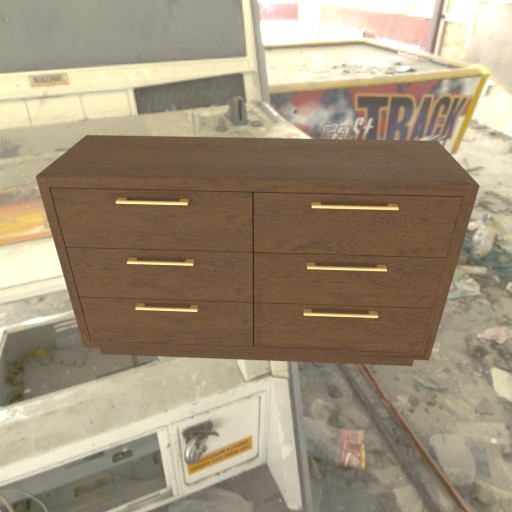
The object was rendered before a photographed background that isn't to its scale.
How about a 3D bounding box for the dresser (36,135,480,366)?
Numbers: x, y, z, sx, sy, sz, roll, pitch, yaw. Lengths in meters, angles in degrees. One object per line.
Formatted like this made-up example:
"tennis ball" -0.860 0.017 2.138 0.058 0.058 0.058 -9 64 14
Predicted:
"dresser" 0.000 0.000 1.940 1.523 0.889 0.512 2 32 3
